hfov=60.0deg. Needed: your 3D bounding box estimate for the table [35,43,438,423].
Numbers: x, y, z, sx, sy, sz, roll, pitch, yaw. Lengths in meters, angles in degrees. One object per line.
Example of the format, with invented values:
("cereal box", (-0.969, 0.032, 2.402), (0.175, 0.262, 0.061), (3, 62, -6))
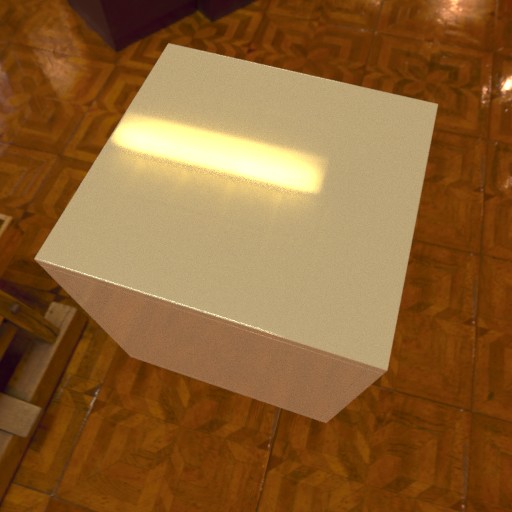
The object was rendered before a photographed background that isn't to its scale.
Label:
("table", (0.000, 0.000, 0.788), (0.420, 0.470, 0.400), (16, 64, 8))
